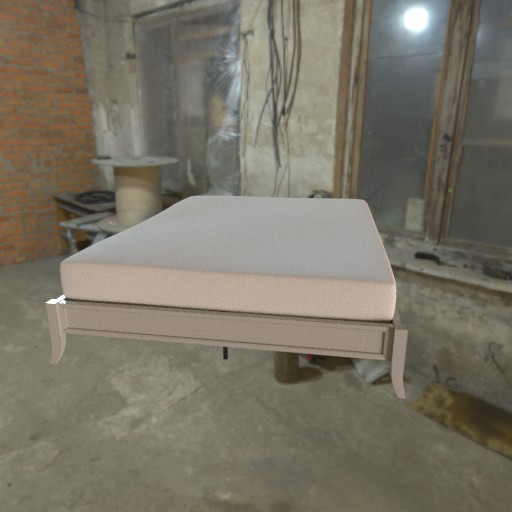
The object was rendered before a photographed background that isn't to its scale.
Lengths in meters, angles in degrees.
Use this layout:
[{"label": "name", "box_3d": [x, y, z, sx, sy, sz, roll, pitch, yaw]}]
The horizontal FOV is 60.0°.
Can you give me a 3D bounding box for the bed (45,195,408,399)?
[{"label": "bed", "box_3d": [0.000, 0.000, 2.863, 1.604, 0.510, 2.108, 3, 17, 9]}]
